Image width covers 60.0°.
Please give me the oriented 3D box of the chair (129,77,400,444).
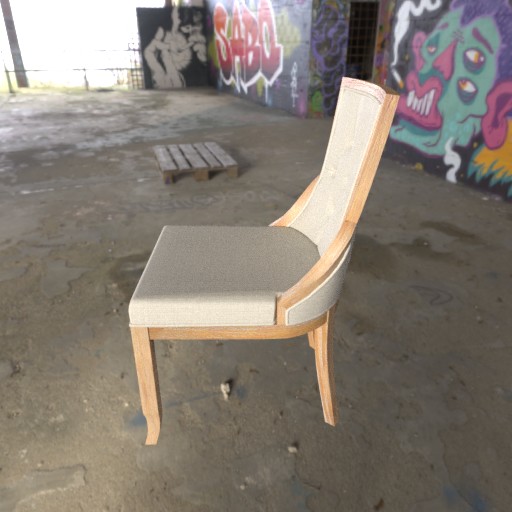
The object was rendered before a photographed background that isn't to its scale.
[{"bbox_3d":[0.000,0.000,1.303,0.641,0.947,0.524,0,26,-1],"label":"chair"}]
